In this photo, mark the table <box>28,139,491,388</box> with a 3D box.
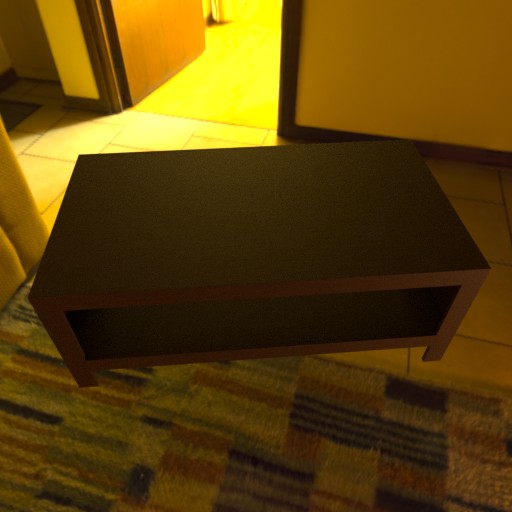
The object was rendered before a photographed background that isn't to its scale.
[{"bbox_3d":[0.000,0.000,1.406,1.099,0.424,0.597,-3,46,-3],"label":"table"}]
